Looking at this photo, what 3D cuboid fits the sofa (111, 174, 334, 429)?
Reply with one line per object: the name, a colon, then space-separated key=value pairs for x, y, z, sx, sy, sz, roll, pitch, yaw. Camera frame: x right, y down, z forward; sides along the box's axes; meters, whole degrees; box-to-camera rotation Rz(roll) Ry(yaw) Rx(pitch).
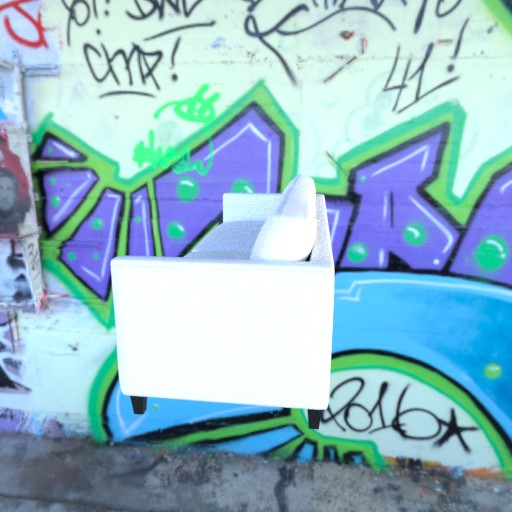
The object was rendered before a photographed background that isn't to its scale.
sofa: x=0.000 y=0.000 z=2.991 sx=0.948 sy=0.965 sz=2.434 roll=2 pitch=15 yaw=7
